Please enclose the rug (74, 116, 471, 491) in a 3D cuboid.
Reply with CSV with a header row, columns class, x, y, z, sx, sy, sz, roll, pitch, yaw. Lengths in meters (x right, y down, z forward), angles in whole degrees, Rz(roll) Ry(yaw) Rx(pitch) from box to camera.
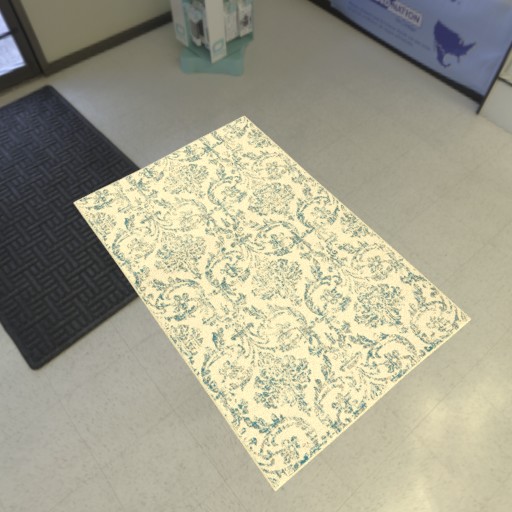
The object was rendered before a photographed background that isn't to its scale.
class,x,y,z,sx,sy,sz,roll,pitch,yaw
rug,0.000,0.000,3.487,1.819,0.018,2.746,-33,63,-19
